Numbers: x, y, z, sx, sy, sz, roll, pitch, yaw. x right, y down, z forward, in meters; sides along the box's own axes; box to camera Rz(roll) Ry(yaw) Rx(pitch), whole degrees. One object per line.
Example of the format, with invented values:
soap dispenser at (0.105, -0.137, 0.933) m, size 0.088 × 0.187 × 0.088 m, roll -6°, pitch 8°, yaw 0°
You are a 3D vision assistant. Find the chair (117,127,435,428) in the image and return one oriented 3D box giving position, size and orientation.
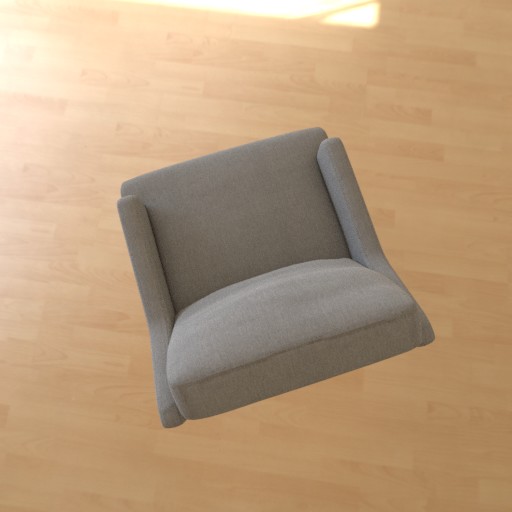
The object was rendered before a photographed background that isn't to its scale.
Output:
chair at (0.000, 0.000, 1.549) m, size 0.826 × 0.821 × 0.892 m, roll -17°, pitch 77°, yaw -4°
